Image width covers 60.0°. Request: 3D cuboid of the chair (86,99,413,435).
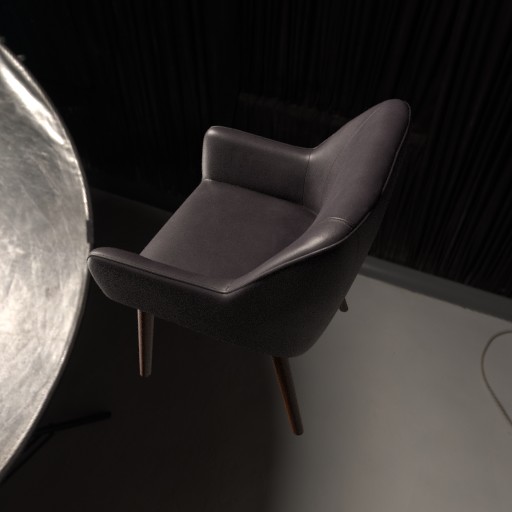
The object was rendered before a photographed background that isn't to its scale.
[{"bbox_3d":[0.000,0.000,1.219,0.610,0.828,0.610,18,49,16],"label":"chair"}]
